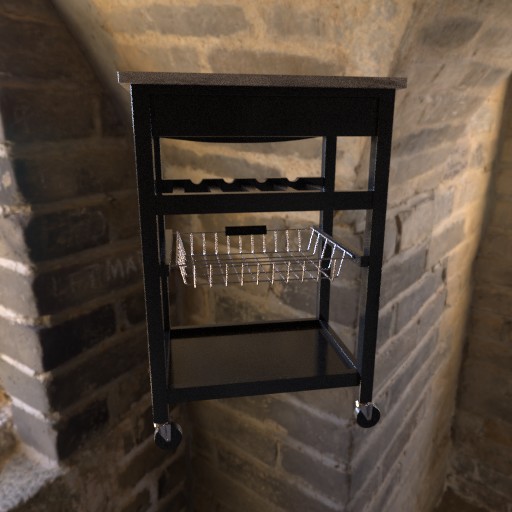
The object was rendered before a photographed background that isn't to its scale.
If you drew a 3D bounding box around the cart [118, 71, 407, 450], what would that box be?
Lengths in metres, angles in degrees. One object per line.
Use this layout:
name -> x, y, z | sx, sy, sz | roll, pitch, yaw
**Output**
cart -> 0.000, 0.000, 1.165 | 0.584, 0.839, 0.403 | -2, 15, -9
